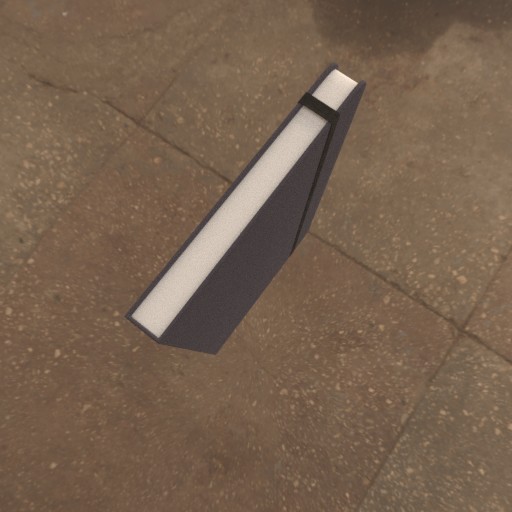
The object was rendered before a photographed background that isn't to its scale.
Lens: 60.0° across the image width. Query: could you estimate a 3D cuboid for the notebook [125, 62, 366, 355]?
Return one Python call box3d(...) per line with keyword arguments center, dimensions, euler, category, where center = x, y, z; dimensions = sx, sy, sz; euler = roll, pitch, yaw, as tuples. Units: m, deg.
box3d(center=(0.000, 0.000, 0.262), dimensions=(0.016, 0.213, 0.127), euler=(36, 79, 8), category="notebook")
